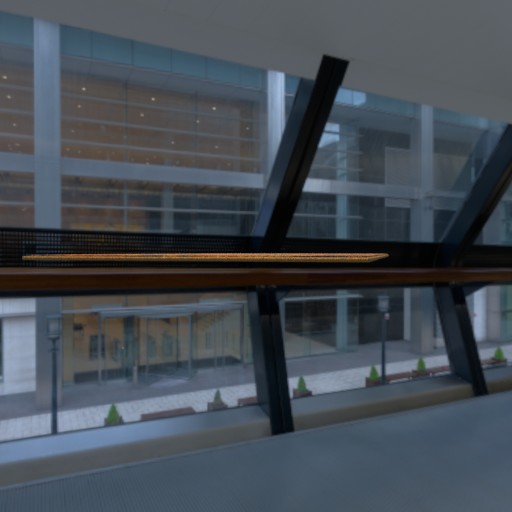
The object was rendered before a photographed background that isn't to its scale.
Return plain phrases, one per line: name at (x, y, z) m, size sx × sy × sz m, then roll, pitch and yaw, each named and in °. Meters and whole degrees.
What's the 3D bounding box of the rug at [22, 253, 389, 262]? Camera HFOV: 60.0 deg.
rug at (0.000, 0.000, 2.875) m, size 1.588 × 0.024 × 2.204 m, roll 0°, pitch 1°, yaw 18°
